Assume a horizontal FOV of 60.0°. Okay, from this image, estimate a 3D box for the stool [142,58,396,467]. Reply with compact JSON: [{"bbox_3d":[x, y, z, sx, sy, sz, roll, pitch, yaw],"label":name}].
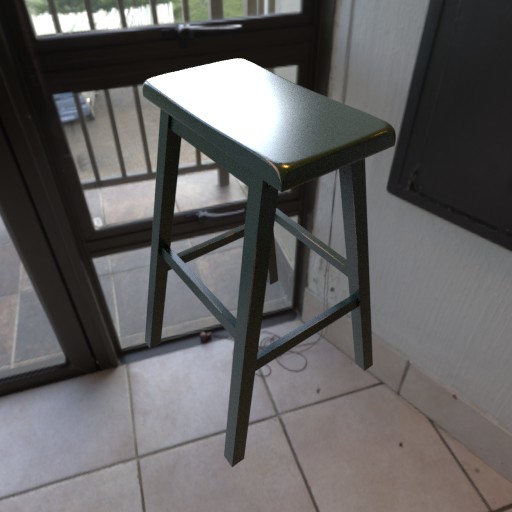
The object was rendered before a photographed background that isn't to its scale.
[{"bbox_3d":[0.000,0.000,1.034,0.476,0.737,0.457,-26,47,-27],"label":"stool"}]
